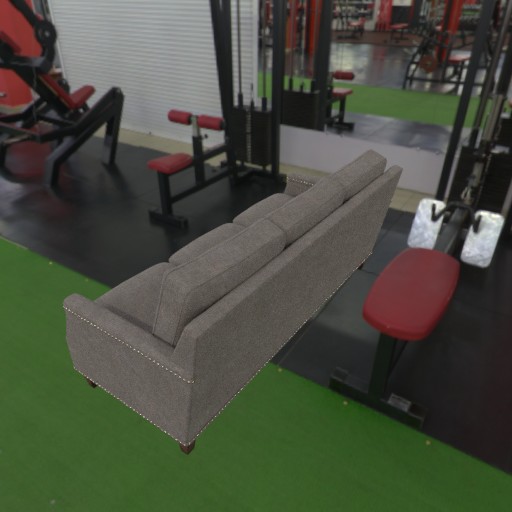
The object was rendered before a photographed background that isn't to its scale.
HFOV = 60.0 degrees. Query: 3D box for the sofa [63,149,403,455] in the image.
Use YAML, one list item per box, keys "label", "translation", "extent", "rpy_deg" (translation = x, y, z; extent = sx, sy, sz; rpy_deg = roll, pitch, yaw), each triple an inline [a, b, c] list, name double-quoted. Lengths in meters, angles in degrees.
- label: "sofa"
  translation: [0.000, 0.000, 2.857]
  extent: [1.034, 1.042, 2.226]
  rpy_deg: [20, 37, 30]
